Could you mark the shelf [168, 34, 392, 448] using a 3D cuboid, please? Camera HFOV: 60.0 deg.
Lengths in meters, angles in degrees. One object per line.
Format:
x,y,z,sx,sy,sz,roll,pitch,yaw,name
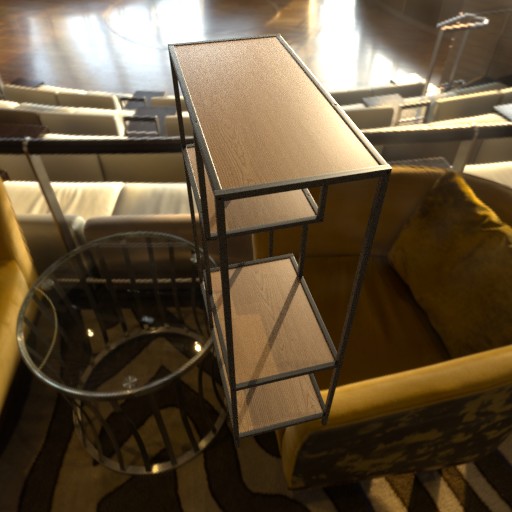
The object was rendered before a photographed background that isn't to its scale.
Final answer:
0.000,0.000,1.497,0.350,1.138,0.770,-10,46,-10,shelf
